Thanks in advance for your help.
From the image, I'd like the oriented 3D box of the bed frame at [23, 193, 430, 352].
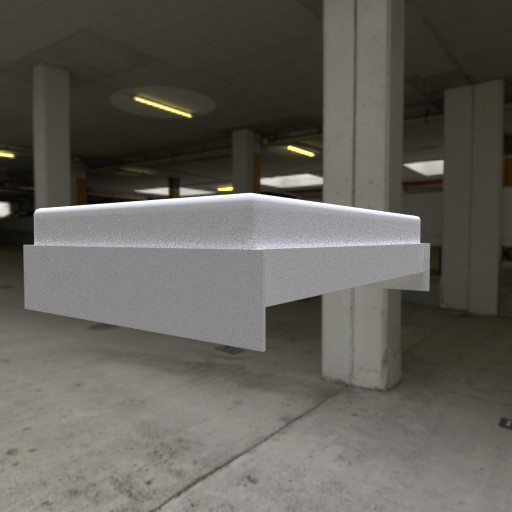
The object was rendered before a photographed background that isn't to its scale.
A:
[{"bbox_3d":[0.000,0.000,2.571,1.445,0.497,1.945,2,3,36],"label":"bed frame"}]
